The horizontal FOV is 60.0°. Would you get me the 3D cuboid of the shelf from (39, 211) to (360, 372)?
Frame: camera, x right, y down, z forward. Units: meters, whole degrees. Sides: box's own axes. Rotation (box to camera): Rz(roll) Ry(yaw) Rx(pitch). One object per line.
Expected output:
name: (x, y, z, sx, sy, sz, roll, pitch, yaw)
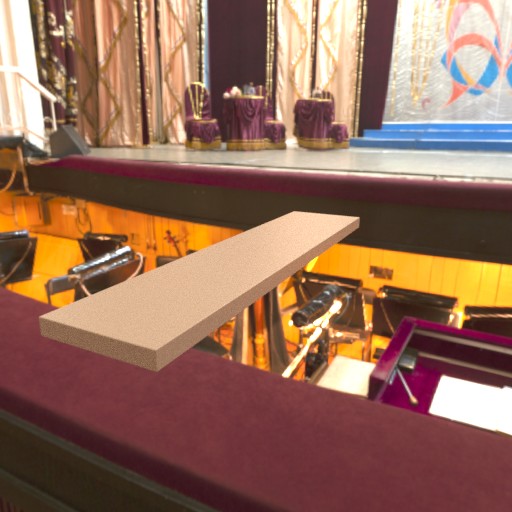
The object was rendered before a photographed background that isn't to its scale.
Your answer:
shelf: (0.000, 0.000, 0.645, 0.140, 0.020, 0.610, 8, 18, 27)
